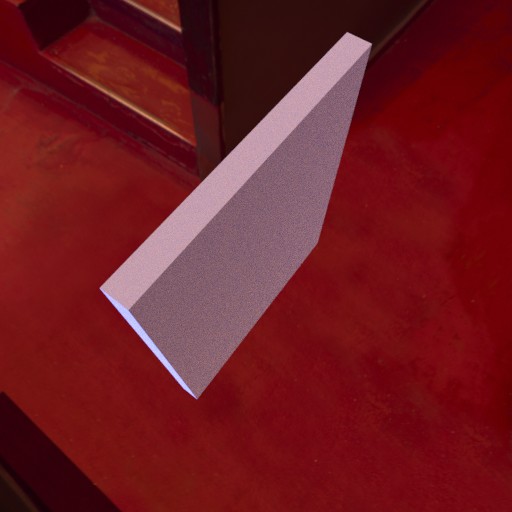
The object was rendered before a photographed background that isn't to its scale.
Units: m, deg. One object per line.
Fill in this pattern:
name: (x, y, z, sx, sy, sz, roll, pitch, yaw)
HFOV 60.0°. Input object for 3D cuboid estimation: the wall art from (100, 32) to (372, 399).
wall art: (0.000, 0.000, 0.746, 0.039, 0.553, 0.451, 34, 68, 15)
